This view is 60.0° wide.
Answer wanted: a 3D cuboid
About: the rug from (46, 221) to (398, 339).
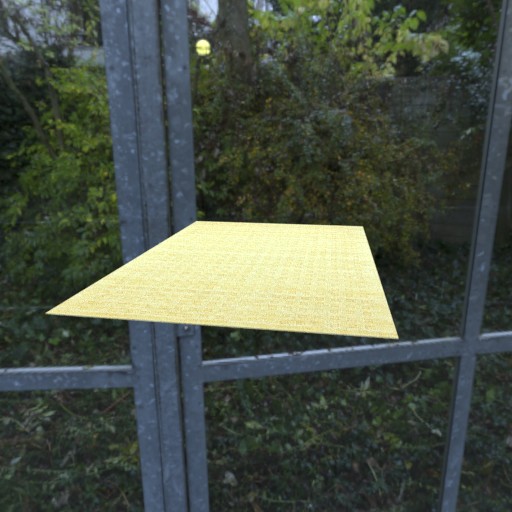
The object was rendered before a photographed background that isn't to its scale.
[{"bbox_3d":[0.000,0.000,2.952,1.524,0.006,2.286,3,15,9],"label":"rug"}]
